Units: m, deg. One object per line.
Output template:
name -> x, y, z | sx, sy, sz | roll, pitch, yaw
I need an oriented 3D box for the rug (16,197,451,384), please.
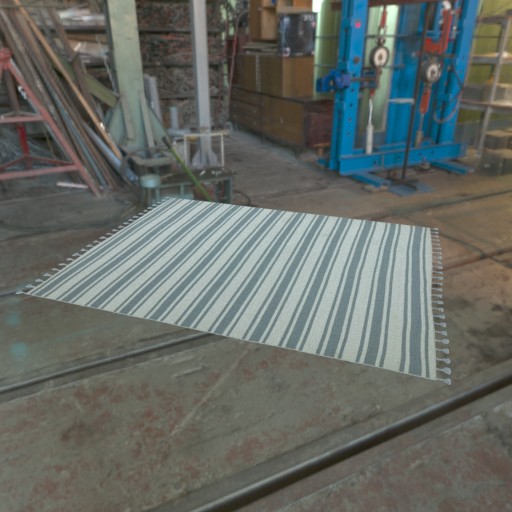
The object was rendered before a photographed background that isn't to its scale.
rug -> 0.000, 0.000, 4.030 | 3.201, 0.005, 2.439 | 9, 28, 17
